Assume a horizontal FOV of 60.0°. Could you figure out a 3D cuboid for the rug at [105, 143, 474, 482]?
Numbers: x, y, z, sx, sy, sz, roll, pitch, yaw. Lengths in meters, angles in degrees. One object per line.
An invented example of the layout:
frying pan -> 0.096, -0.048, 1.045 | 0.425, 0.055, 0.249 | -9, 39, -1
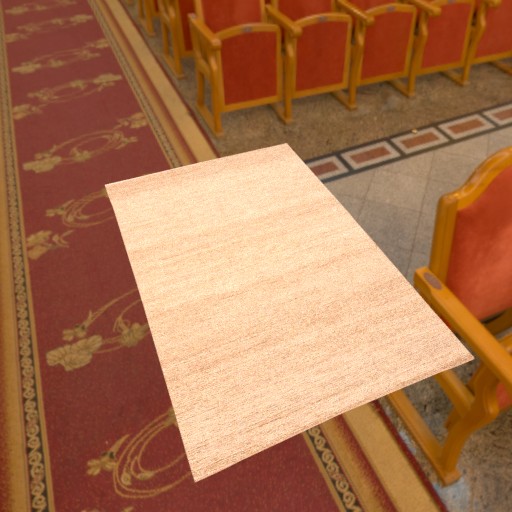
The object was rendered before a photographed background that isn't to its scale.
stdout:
rug -> 0.000, 0.000, 2.910 | 1.574, 0.029, 2.346 | -17, 48, -16
